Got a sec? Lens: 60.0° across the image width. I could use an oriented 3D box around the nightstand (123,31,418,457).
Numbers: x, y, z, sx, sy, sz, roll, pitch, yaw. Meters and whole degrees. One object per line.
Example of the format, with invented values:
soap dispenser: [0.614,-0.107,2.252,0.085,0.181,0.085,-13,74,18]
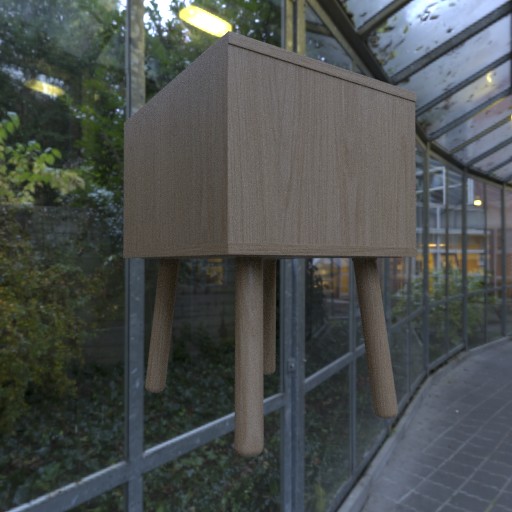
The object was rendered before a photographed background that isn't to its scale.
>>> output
nightstand: [0.000,0.000,0.859,0.380,0.571,0.450,1,-1,-33]
